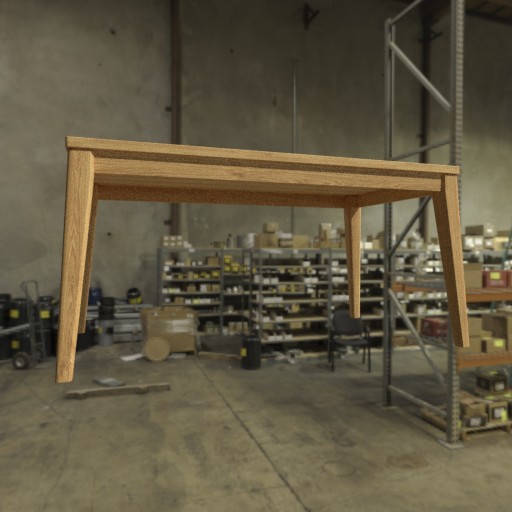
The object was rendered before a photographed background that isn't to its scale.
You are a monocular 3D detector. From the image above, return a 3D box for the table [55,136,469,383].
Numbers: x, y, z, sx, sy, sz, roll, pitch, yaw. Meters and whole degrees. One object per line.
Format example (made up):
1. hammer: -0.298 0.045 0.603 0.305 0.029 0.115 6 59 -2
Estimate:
1. table: 0.000 0.000 2.028 1.600 0.760 0.900 0 1 -19
